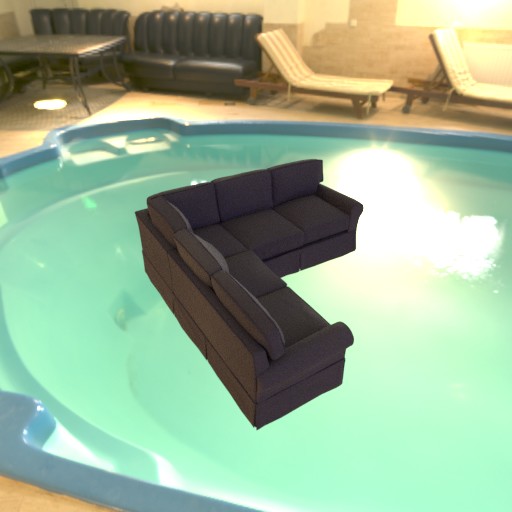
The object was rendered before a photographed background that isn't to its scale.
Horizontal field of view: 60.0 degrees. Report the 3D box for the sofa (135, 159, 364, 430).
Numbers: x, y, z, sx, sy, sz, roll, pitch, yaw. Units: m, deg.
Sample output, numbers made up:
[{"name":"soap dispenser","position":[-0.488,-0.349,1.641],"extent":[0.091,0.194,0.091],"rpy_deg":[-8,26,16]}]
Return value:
[{"name":"sofa","position":[0.000,0.000,5.029],"extent":[2.874,1.169,3.773],"rpy_deg":[0,33,0]}]
